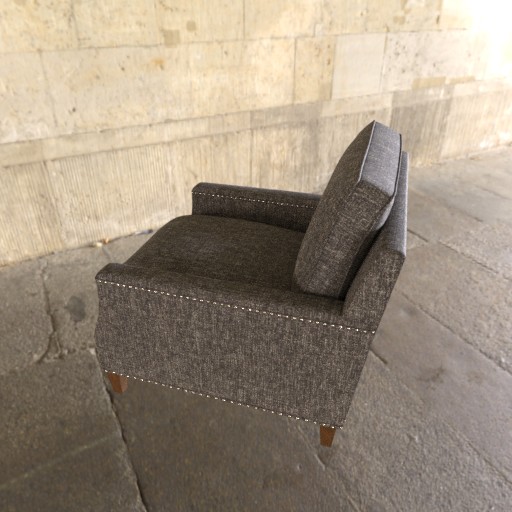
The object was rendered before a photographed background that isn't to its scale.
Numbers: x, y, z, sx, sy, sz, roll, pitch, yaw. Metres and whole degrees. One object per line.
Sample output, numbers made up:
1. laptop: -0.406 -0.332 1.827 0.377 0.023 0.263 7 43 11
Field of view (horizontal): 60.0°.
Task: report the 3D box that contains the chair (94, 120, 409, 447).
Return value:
1. chair: 0.000 0.000 1.707 1.014 0.943 0.853 9 32 15
